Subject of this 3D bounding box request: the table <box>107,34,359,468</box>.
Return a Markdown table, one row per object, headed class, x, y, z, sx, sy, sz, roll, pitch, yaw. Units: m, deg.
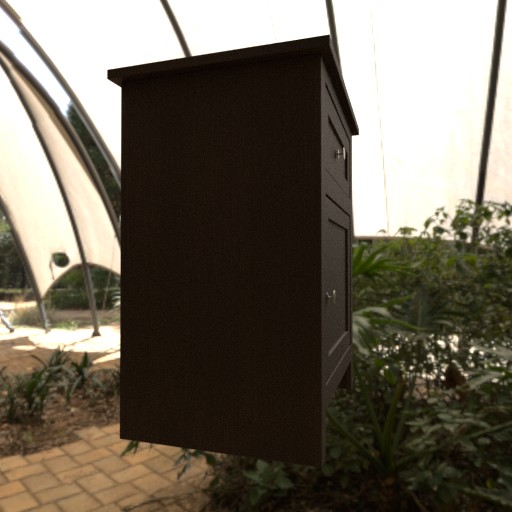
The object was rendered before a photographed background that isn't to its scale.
| class | x | y | z | sx | sy | sz | roll | pitch | yaw |
| --- | --- | --- | --- | --- | --- | --- | --- | --- | --- |
| table | 0.000 | 0.000 | 0.924 | 0.381 | 0.635 | 0.480 | 0 | -1 | 18 |
